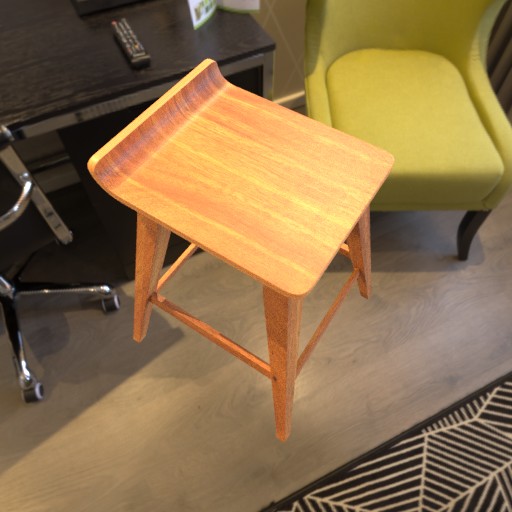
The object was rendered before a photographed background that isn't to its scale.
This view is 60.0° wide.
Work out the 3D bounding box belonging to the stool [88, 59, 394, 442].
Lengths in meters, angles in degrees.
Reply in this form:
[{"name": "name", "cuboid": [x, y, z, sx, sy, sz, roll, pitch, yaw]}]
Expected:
[{"name": "stool", "cuboid": [0.000, 0.000, 1.014, 0.500, 0.650, 0.500, 29, 62, 17]}]
